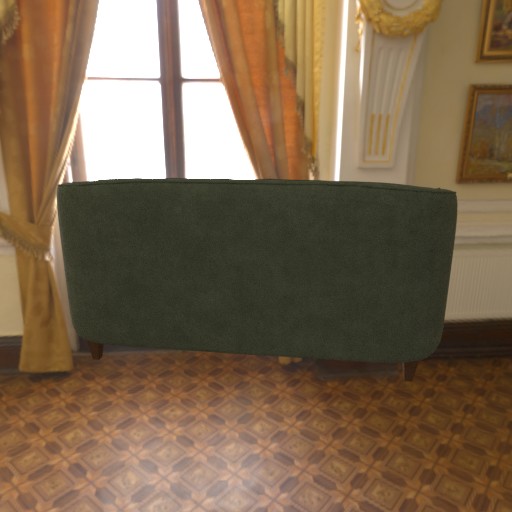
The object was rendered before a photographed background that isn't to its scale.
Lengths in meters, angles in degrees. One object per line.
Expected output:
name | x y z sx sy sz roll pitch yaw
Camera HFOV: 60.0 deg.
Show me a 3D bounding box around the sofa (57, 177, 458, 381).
sofa | 0.000 0.000 2.223 1.733 0.855 0.941 2 16 7
